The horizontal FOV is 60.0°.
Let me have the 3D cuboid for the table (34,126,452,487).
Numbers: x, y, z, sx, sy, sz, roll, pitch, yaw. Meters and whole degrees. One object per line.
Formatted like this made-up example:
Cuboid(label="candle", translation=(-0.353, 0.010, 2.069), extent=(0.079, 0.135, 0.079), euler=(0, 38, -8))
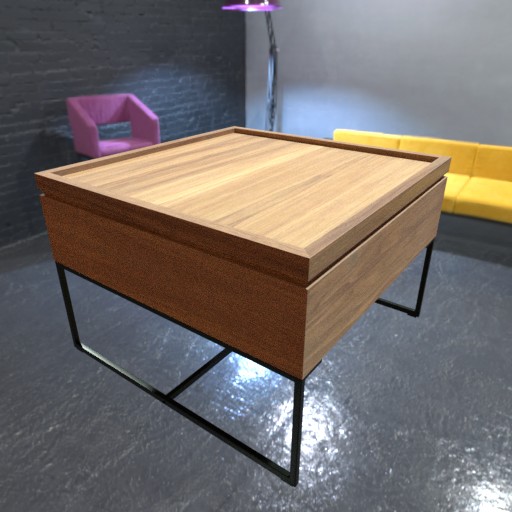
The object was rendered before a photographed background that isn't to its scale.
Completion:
Cuboid(label="table", translation=(0.000, 0.000, 1.110), extent=(0.676, 0.464, 0.679), euler=(18, 32, 32))
